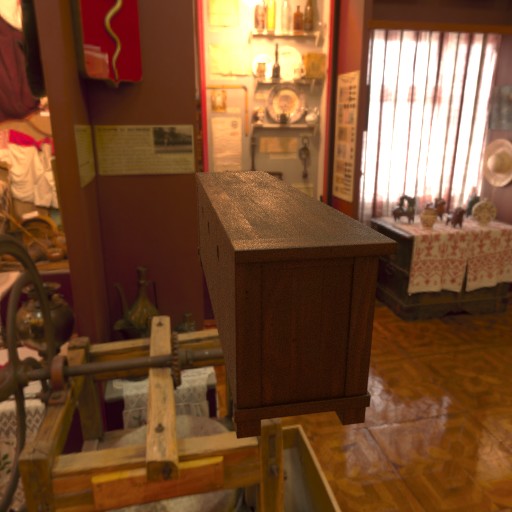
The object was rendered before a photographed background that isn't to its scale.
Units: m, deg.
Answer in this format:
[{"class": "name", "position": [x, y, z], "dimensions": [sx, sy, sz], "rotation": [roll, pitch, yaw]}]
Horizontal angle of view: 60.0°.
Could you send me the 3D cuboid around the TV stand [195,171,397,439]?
[{"class": "TV stand", "position": [0.000, 0.000, 2.162], "dimensions": [0.471, 0.615, 1.866], "rotation": [-3, 17, -10]}]
